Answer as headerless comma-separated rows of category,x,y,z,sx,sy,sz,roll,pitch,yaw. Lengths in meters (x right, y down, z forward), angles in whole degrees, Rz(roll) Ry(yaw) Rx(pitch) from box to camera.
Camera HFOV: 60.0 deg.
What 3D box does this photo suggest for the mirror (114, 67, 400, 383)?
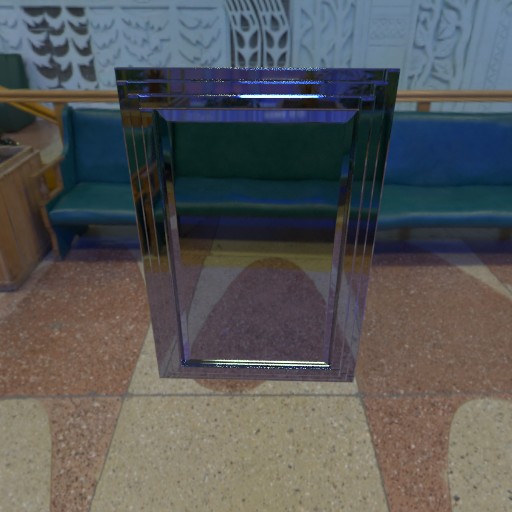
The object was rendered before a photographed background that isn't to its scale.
mirror,0.000,0.000,1.166,0.613,0.914,0.039,1,30,2
